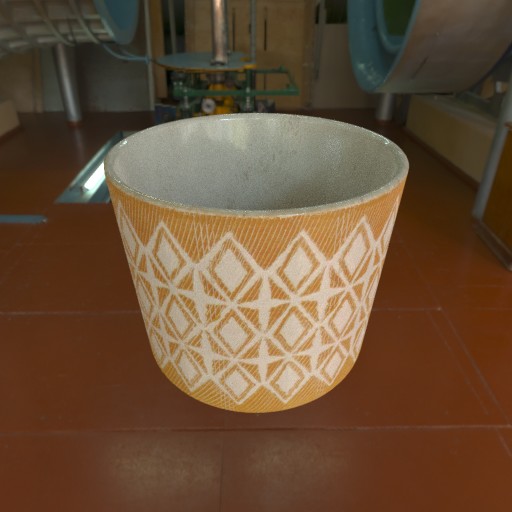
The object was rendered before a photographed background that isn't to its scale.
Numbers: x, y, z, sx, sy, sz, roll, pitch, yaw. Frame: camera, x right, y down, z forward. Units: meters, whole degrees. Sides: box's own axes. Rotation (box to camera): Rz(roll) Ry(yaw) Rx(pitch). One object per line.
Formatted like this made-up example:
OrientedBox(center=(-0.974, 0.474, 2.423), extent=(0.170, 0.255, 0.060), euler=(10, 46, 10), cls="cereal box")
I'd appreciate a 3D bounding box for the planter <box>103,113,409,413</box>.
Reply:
OrientedBox(center=(0.000, 0.000, 0.334), extent=(0.193, 0.165, 0.193), euler=(0, 32, 0), cls="planter")
